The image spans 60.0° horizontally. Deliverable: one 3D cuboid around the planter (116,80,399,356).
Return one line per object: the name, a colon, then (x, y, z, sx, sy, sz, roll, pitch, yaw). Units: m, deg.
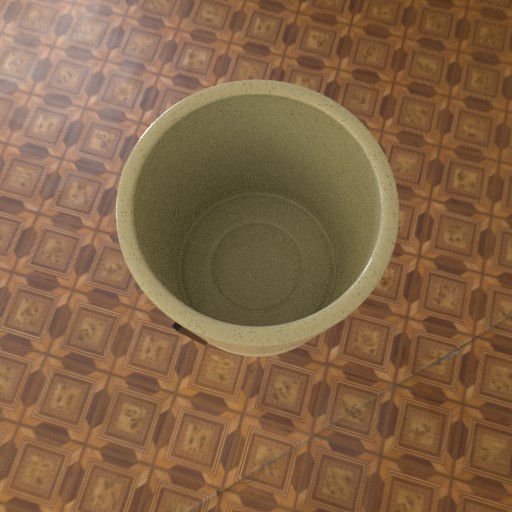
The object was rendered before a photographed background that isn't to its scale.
planter: (0.000, 0.000, 0.554, 0.234, 0.390, 0.243, -16, 76, -4)
